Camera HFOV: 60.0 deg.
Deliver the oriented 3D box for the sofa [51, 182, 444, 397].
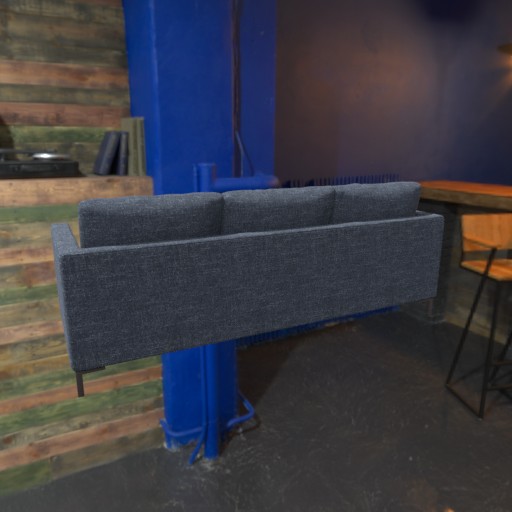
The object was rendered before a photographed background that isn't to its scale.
[{"bbox_3d":[0.000,0.000,2.701,2.218,0.874,0.859,-7,16,-25],"label":"sofa"}]
